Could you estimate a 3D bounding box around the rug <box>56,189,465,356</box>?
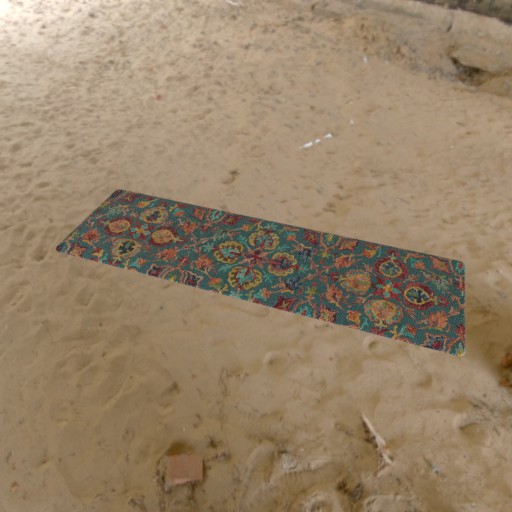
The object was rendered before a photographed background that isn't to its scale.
[{"bbox_3d":[0.000,0.000,2.569,2.286,0.013,0.686,13,44,14],"label":"rug"}]
